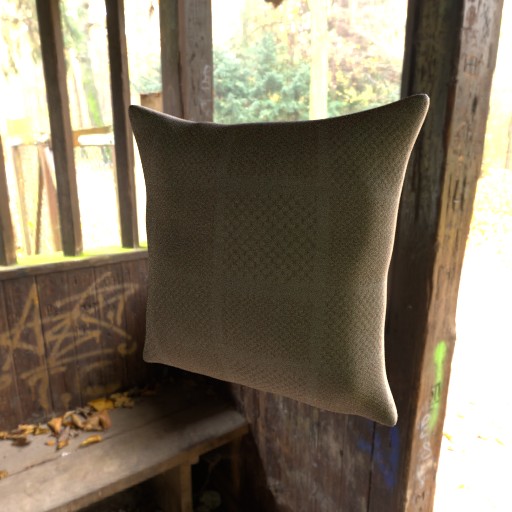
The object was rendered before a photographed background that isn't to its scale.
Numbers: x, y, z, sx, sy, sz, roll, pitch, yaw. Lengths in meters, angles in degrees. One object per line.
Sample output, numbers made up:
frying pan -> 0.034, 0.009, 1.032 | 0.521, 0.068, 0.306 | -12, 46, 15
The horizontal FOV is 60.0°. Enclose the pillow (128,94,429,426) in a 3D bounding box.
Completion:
pillow -> 0.000, 0.000, 0.647 | 0.436, 0.432, 0.138 | 7, 16, 25
